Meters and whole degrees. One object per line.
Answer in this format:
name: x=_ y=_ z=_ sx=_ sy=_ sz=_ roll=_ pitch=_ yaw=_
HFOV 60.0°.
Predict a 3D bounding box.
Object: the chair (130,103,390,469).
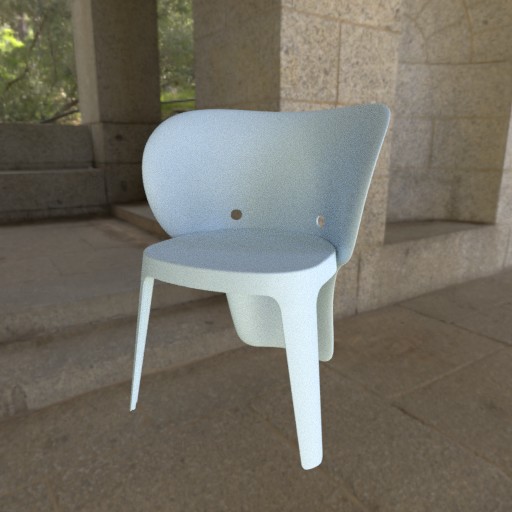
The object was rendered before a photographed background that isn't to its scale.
chair: x=0.000 y=0.000 z=0.837 sx=0.451 sy=0.554 sz=0.402 roll=7 pitch=16 yaw=25
